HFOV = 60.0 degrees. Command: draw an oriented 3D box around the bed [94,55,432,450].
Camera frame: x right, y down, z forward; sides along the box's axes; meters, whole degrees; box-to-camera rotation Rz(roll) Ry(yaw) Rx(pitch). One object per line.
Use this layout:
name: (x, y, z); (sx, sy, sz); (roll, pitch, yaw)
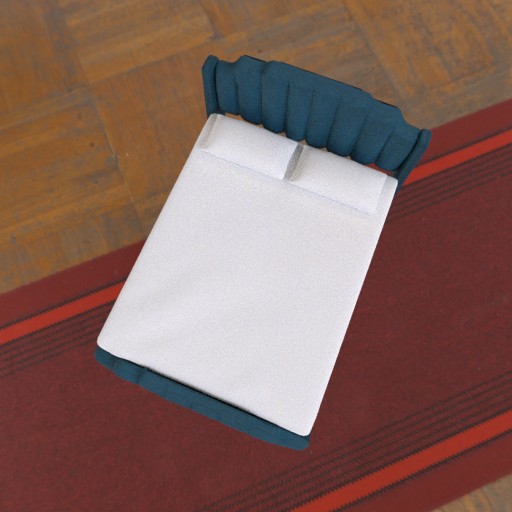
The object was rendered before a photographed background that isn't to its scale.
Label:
bed: (0.000, 0.000, 3.274); (1.676, 1.351, 2.322); (22, 75, 6)
